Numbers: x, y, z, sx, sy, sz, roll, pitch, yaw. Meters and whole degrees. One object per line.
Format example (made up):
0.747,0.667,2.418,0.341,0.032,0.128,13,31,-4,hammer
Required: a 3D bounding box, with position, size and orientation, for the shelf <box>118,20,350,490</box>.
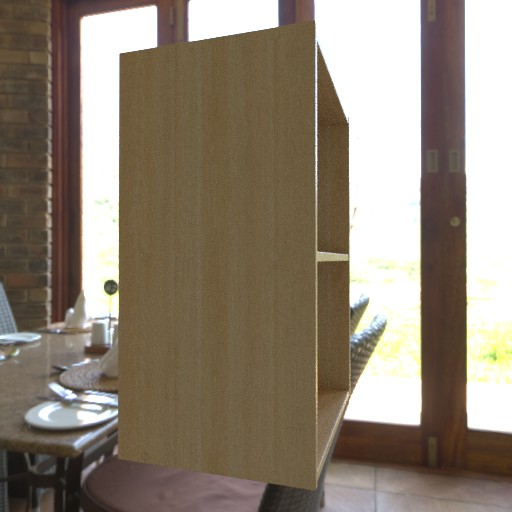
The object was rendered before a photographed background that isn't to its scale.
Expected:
0.000,0.000,0.797,0.290,0.592,0.414,0,0,18,shelf
